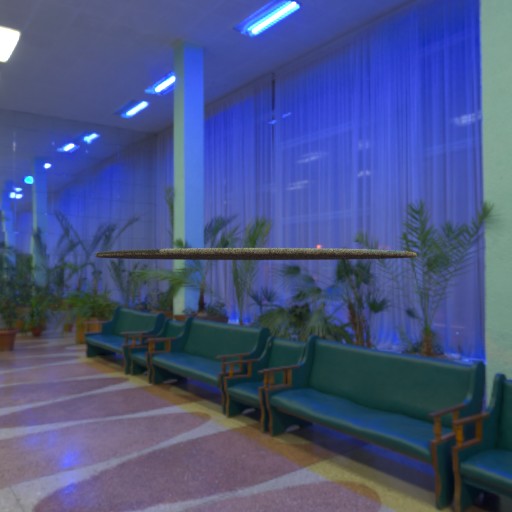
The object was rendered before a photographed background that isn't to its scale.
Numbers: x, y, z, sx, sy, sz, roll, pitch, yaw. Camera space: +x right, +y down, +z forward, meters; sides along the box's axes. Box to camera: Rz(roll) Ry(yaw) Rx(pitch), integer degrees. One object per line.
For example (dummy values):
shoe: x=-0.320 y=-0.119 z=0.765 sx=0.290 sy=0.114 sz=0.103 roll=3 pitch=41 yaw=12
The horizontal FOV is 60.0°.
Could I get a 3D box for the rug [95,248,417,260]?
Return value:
rug: x=0.000 y=0.000 z=3.603 sx=2.461 sy=0.033 sz=2.461 roll=0 pitch=-1 yaw=0
